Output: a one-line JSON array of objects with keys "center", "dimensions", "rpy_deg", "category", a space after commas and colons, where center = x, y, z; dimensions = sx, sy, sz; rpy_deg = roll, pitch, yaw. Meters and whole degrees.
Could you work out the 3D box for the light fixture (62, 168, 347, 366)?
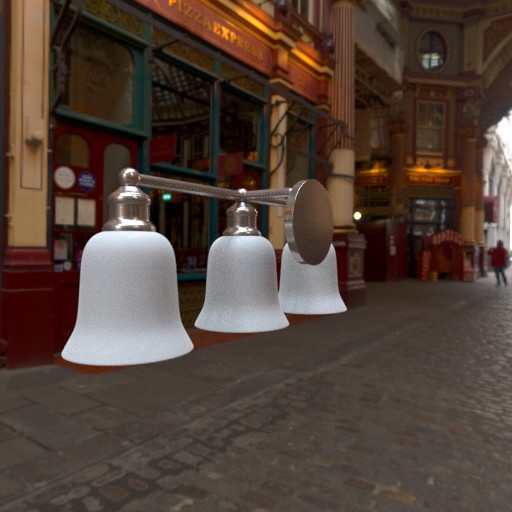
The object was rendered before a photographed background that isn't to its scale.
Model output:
[{"center": [0.000, 0.000, 0.666], "dimensions": [0.198, 0.211, 0.570], "rpy_deg": [1, 1, 35], "category": "light fixture"}]
